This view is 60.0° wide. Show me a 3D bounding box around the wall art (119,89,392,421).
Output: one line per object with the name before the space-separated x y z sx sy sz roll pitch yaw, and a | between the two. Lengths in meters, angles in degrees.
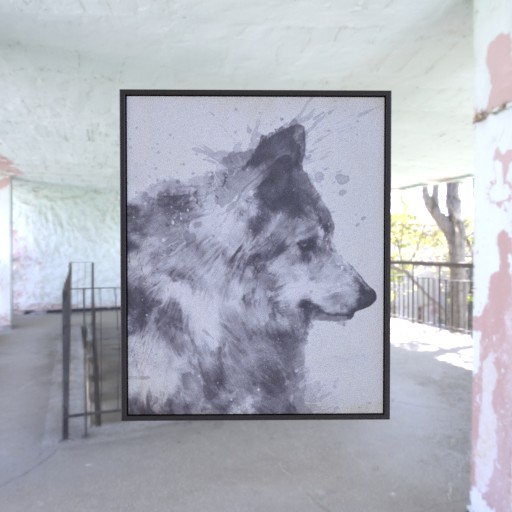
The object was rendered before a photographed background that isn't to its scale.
wall art | 0.000 0.000 0.752 0.451 0.551 0.028 0 1 -1
